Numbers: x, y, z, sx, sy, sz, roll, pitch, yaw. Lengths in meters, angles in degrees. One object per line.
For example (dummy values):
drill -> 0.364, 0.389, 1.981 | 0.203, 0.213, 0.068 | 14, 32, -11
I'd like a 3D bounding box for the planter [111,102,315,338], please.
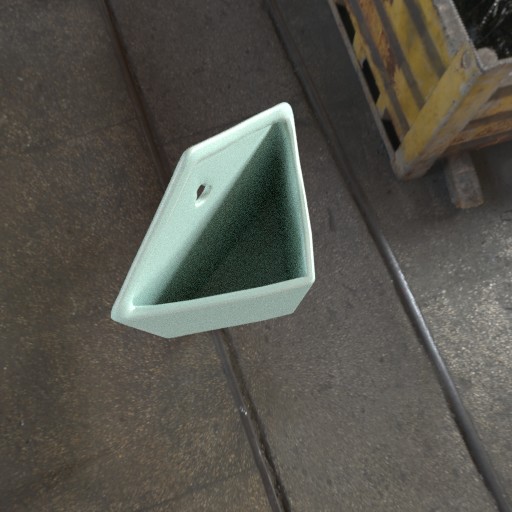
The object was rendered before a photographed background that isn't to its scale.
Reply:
planter -> 0.000, 0.000, 0.284 | 0.079, 0.197, 0.164 | 36, 79, 8
